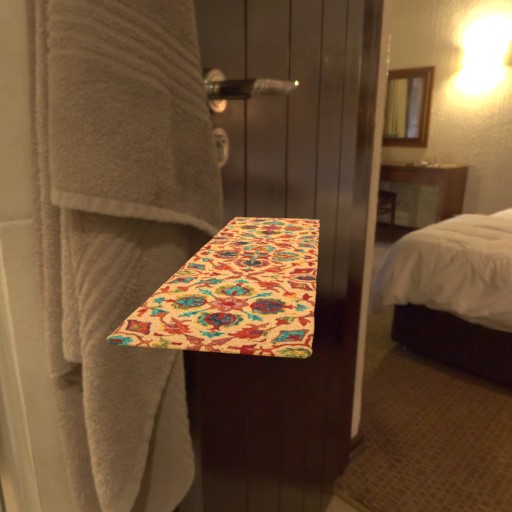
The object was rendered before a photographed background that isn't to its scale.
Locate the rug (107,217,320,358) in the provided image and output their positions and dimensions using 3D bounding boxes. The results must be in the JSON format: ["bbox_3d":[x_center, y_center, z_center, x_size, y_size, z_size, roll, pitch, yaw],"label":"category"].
[{"bbox_3d":[0.000,0.000,2.505,0.693,0.016,2.273,2,16,8],"label":"rug"}]
